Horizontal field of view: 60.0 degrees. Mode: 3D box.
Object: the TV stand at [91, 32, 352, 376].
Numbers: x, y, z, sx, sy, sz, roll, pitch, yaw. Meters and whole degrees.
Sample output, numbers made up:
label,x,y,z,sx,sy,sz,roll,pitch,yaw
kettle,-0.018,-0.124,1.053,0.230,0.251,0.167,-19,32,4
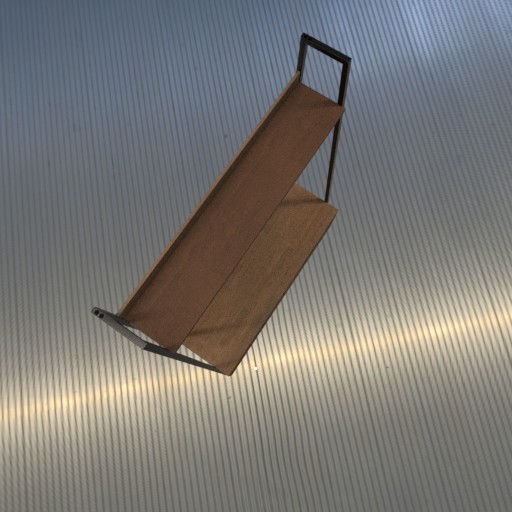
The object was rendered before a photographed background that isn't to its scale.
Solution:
label,x,y,z,sx,sy,sz,roll,pitch,yaw
TV stand,0.000,0.000,2.342,0.432,1.772,1.250,33,78,8
